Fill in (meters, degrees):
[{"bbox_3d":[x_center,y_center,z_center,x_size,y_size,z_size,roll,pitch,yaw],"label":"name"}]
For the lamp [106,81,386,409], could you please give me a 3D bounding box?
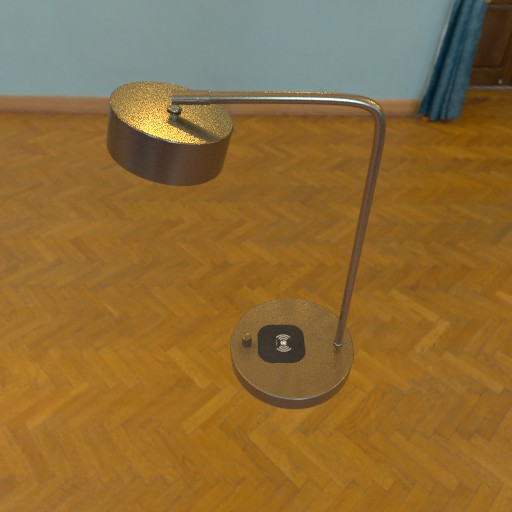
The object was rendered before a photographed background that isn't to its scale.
[{"bbox_3d":[0.000,0.000,0.505,0.270,0.380,0.171,0,42,0],"label":"lamp"}]
